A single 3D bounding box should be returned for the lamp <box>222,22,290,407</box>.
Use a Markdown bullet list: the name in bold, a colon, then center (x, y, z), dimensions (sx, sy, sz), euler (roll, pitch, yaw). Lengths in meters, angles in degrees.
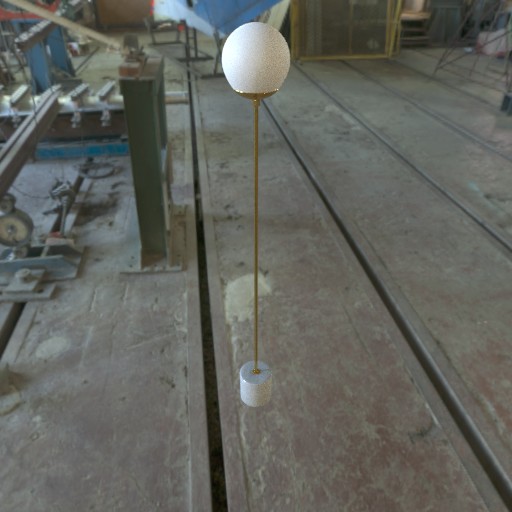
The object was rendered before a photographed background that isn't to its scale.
- **lamp**: center (0.000, 0.000, 1.871), dimensions (0.224, 1.753, 0.224), euler (22, 39, 30)
